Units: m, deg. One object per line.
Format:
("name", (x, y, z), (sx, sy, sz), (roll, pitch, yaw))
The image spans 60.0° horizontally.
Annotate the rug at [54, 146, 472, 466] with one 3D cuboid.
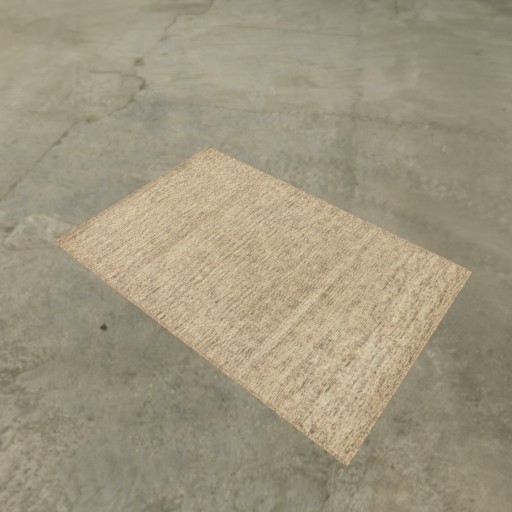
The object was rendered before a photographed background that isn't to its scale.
("rug", (0.000, 0.000, 2.305), (1.822, 0.018, 1.211), (30, 53, 26))
